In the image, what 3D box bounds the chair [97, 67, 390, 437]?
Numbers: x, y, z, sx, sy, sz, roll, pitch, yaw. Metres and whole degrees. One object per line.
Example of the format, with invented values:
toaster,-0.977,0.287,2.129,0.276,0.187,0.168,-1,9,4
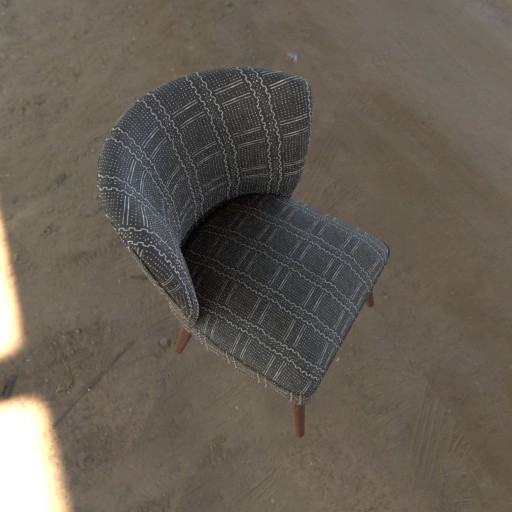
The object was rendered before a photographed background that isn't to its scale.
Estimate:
chair,0.000,0.000,1.391,0.758,0.866,0.710,28,62,17
